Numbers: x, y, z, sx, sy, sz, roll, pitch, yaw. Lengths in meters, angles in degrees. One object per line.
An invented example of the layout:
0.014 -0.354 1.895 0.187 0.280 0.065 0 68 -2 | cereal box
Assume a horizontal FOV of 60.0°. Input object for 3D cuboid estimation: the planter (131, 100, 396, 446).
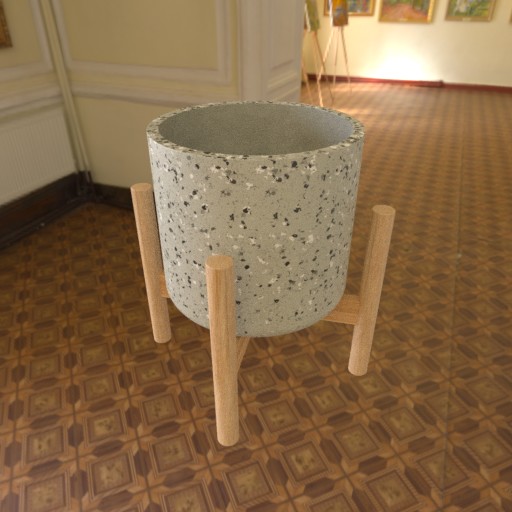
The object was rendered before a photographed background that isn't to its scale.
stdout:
0.000 0.000 0.543 0.284 0.320 0.284 20 37 30 | planter
